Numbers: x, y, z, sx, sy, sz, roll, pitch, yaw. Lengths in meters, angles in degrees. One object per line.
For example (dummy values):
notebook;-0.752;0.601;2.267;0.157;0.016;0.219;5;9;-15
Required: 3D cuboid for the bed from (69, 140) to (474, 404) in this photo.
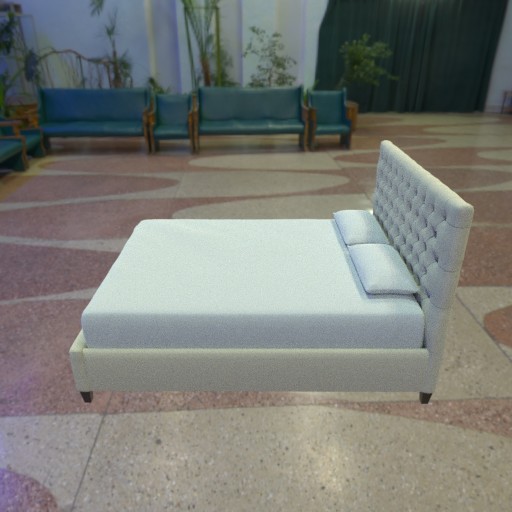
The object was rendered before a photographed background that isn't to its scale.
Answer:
bed;0.000;0.000;3.420;2.387;1.427;1.698;0;26;0
